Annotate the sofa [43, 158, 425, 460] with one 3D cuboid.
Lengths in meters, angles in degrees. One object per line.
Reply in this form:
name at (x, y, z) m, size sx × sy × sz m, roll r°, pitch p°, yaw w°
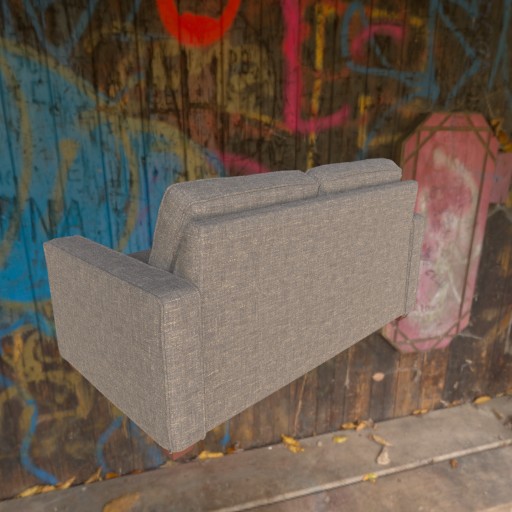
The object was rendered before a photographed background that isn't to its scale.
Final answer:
sofa at (0.000, 0.000, 2.201) m, size 1.709 × 0.918 × 0.947 m, roll -16°, pitch 24°, yaw -42°
